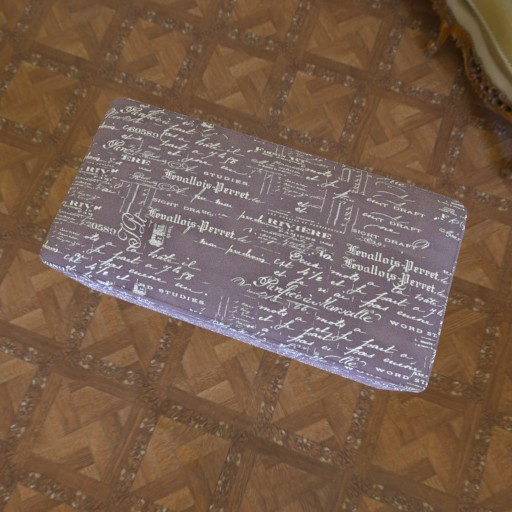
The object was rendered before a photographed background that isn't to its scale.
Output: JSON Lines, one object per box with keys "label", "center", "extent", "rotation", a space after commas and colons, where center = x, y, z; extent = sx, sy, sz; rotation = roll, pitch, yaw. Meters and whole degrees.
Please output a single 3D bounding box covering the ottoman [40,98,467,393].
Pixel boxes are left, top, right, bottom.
{"label": "ottoman", "center": [0.000, 0.000, 1.089], "extent": [0.813, 0.457, 0.406], "rotation": [18, 76, 5]}
